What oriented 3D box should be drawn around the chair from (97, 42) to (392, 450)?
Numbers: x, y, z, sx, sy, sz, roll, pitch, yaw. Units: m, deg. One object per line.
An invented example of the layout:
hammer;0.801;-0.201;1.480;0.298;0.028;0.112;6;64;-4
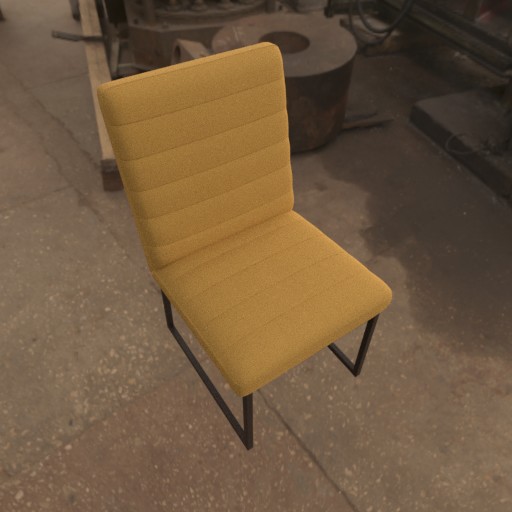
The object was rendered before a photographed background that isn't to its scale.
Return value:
chair;0.000;0.000;1.284;0.520;0.930;0.634;-26;51;-23
